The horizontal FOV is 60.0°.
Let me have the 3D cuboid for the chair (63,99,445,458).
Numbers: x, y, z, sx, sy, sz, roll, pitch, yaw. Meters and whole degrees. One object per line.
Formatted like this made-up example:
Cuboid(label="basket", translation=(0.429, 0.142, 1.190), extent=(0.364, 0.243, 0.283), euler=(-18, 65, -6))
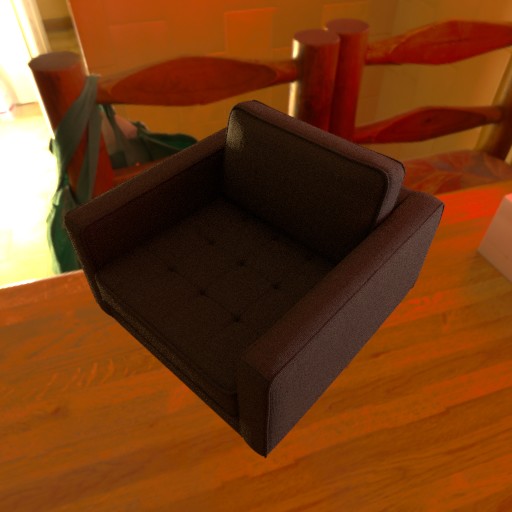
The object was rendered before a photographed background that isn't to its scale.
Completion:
Cuboid(label="chair", translation=(0.000, 0.000, 1.570), extent=(0.899, 0.770, 0.919), euler=(33, 54, 28))
